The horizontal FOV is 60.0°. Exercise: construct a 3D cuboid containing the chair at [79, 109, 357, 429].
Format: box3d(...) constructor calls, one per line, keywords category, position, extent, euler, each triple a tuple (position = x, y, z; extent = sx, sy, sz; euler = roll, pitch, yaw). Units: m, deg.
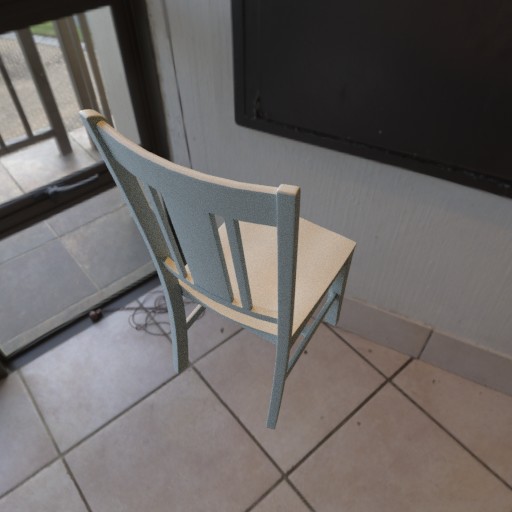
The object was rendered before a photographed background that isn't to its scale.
box3d(category="chair", position=(0.000, 0.000, 1.243), extent=(0.450, 0.998, 0.555), euler=(24, 52, 21))
